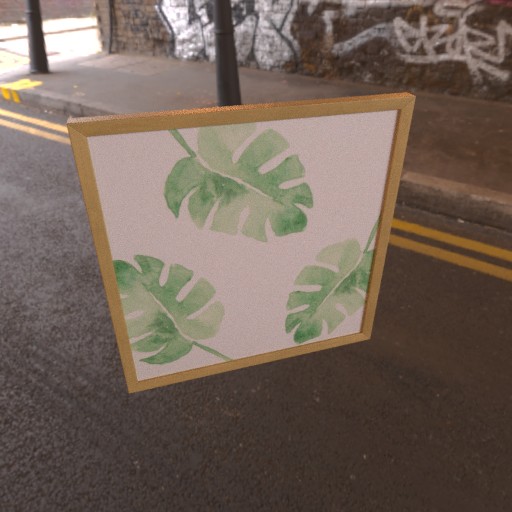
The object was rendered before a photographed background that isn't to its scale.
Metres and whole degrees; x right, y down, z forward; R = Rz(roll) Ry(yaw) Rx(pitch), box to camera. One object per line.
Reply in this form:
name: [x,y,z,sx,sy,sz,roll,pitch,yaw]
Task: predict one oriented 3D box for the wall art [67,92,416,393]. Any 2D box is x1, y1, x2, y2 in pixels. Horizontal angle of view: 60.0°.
wall art: [0.000,0.000,1.155,0.763,0.763,0.037,-9,34,-14]
